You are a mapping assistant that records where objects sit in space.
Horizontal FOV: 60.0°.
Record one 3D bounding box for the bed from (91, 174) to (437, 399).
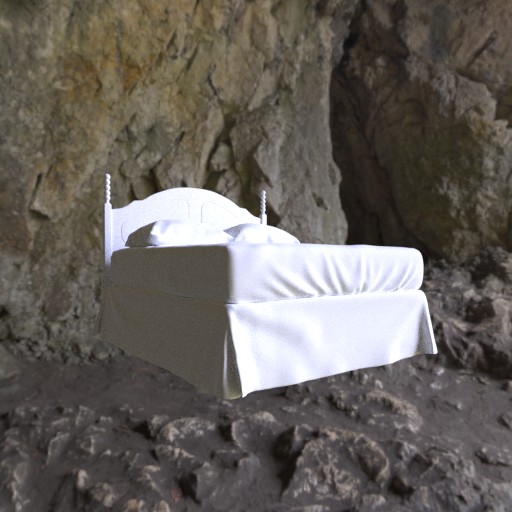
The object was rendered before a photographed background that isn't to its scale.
[{"bbox_3d":[0.000,0.000,3.316,1.873,1.356,2.040,0,0,-36],"label":"bed"}]
